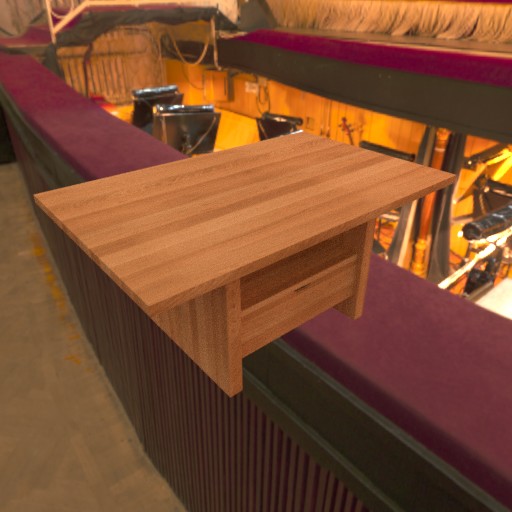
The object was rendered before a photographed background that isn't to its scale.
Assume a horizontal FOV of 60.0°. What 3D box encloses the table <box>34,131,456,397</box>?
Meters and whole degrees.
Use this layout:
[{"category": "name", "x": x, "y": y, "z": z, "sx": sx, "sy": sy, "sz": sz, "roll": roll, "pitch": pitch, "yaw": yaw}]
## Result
[{"category": "table", "x": 0.000, "y": 0.000, "z": 1.487, "sx": 1.100, "sy": 0.510, "sz": 0.700, "roll": -23, "pitch": 37, "yaw": -33}]
